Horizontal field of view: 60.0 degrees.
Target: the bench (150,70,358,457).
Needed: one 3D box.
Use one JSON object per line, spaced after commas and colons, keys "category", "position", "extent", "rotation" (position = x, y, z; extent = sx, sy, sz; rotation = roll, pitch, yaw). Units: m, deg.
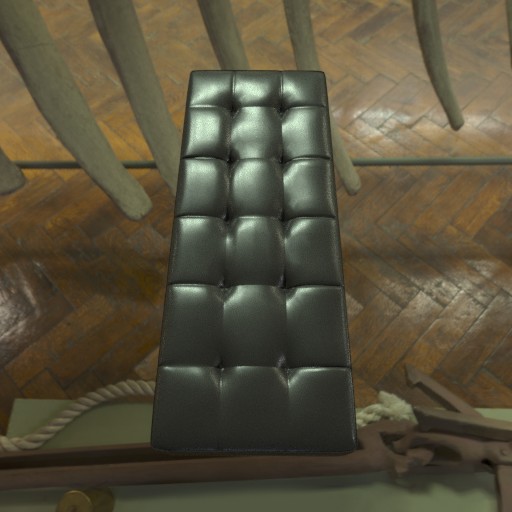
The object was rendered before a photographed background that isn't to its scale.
{"category": "bench", "position": [0.000, 0.000, 1.328], "extent": [0.432, 0.460, 1.105], "rotation": [0, 63, 0]}
